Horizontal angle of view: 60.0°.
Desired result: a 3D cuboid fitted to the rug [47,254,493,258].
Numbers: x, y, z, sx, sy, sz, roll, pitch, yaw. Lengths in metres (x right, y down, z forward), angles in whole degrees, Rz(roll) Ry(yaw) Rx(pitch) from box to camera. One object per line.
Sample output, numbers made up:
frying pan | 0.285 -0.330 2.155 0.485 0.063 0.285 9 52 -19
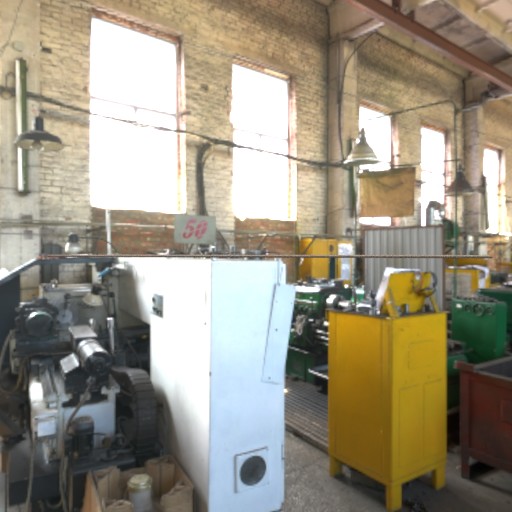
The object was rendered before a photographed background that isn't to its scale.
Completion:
rug | 0.000 0.000 2.691 2.448 0.012 0.769 0 0 18
